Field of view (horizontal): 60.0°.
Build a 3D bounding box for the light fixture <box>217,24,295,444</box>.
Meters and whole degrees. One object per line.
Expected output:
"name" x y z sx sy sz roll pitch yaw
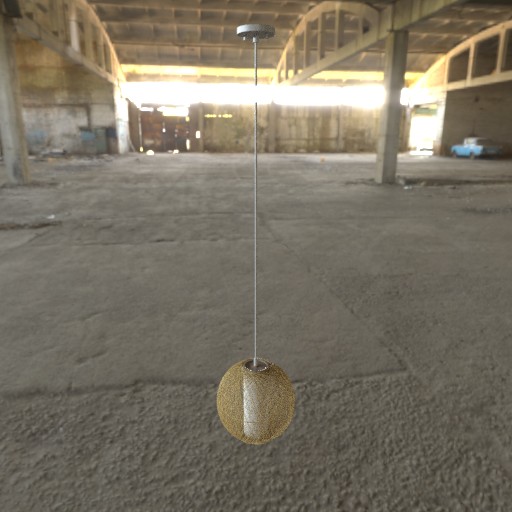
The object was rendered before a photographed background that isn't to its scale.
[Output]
"light fixture" 0.000 0.000 2.098 0.407 1.955 0.406 -2 15 -8
